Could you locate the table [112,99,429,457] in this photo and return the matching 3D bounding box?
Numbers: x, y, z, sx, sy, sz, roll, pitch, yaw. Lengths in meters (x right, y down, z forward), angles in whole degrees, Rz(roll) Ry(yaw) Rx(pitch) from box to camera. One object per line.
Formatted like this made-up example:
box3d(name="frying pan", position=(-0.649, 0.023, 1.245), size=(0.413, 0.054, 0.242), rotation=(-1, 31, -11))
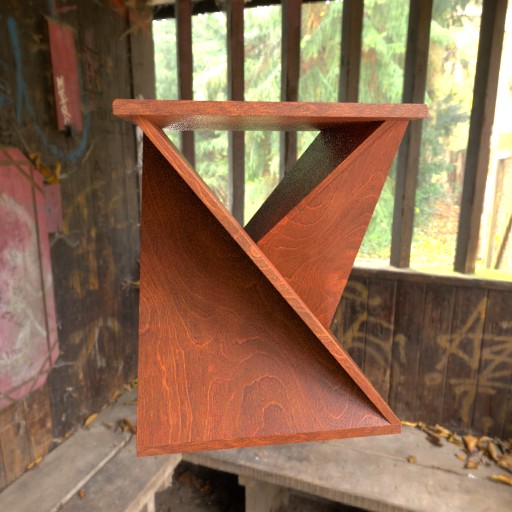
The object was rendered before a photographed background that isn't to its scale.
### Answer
box3d(name="table", position=(0.000, 0.000, 0.853), size=(0.427, 0.520, 0.427), rotation=(-2, 13, -8))
